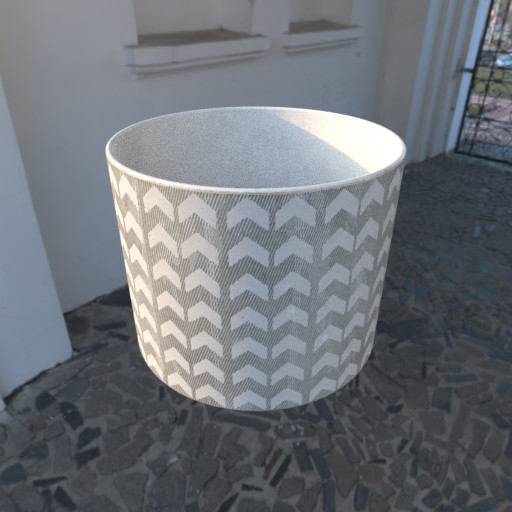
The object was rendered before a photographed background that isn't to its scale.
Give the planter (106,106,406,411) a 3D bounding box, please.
[{"bbox_3d":[0.000,0.000,0.336,0.190,0.181,0.190,0,30,0],"label":"planter"}]
